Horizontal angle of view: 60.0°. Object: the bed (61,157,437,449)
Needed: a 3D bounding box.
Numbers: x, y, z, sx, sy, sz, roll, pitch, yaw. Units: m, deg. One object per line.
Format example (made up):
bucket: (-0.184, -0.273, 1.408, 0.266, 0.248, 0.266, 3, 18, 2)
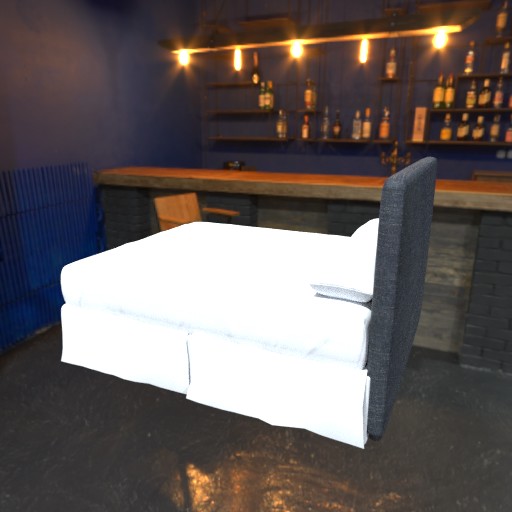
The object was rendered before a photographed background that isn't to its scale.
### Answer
bed: (0.000, 0.000, 3.096, 2.142, 1.330, 1.723, 8, 18, 25)
